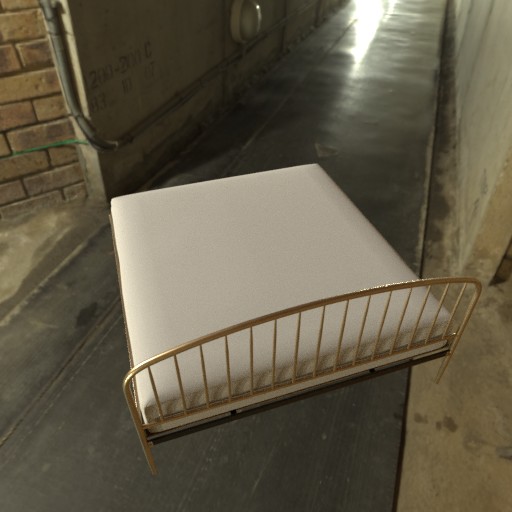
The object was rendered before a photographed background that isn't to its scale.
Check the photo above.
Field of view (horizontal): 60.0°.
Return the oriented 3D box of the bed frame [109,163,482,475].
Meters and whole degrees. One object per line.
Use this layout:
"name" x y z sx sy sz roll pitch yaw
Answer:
"bed frame" 0.000 0.000 3.276 2.016 1.174 2.152 -12 42 -14
